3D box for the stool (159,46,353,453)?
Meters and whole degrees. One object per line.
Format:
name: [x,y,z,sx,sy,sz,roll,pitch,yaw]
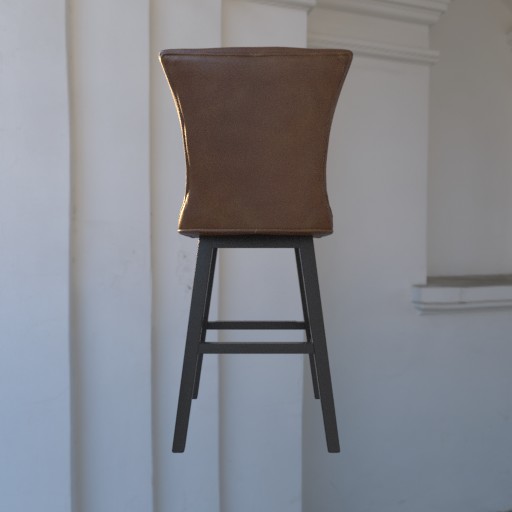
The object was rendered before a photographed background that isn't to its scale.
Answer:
stool: [0.000,0.000,1.408,0.522,1.094,0.585,0,1,0]
